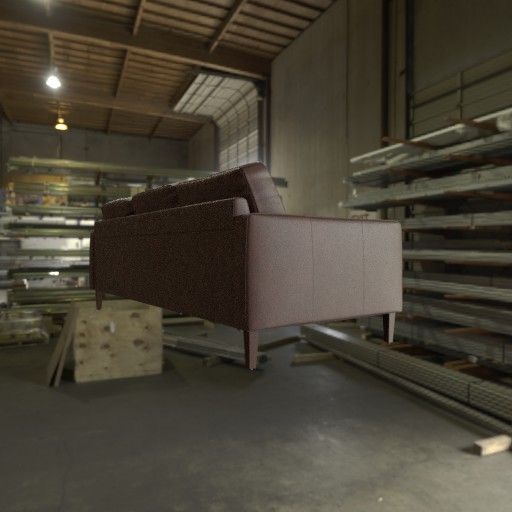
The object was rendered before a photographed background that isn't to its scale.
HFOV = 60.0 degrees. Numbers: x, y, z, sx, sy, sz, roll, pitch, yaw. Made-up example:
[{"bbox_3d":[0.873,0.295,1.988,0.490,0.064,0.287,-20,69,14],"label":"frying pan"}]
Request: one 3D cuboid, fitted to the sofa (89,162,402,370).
[{"bbox_3d":[0.000,0.000,2.982,1.613,0.841,2.185,-1,1,-35],"label":"sofa"}]
